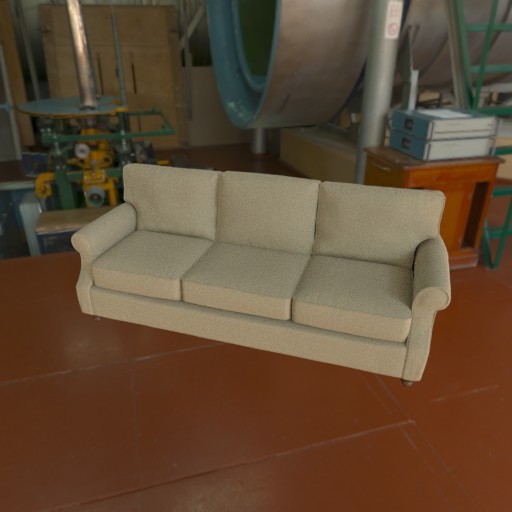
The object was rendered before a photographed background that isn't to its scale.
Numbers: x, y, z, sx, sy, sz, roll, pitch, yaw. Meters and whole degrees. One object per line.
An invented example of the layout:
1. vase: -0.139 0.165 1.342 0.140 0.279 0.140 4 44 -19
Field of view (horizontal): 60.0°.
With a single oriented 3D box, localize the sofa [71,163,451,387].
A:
1. sofa: 0.000 0.000 2.932 2.354 0.948 0.966 8 28 16
